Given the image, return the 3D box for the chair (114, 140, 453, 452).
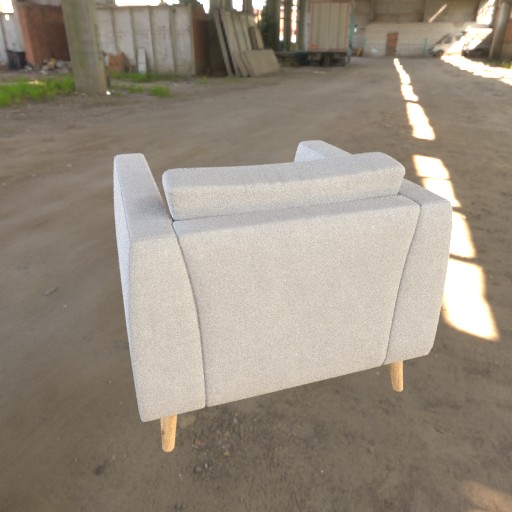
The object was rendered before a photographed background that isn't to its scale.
[{"bbox_3d":[0.000,0.000,1.692,1.000,0.860,0.930,-8,28,-16],"label":"chair"}]
